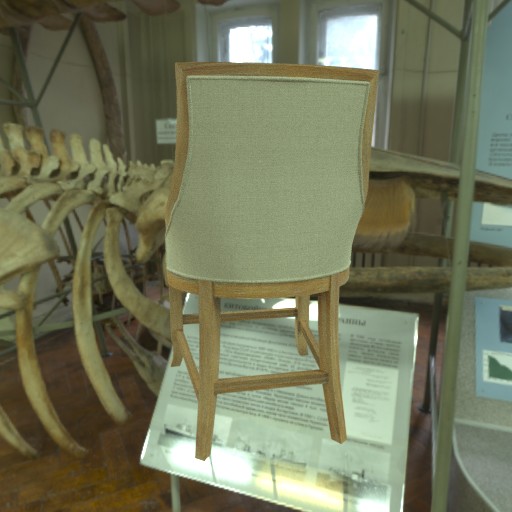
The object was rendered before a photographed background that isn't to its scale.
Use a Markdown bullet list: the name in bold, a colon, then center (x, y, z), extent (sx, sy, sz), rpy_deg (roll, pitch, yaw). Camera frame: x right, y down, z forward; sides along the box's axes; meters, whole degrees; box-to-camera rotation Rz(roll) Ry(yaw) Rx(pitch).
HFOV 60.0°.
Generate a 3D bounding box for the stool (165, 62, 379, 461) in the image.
- **stool**: center (0.000, 0.000, 1.290), extent (0.524, 0.938, 0.626), rpy_deg (-2, 13, -11)
